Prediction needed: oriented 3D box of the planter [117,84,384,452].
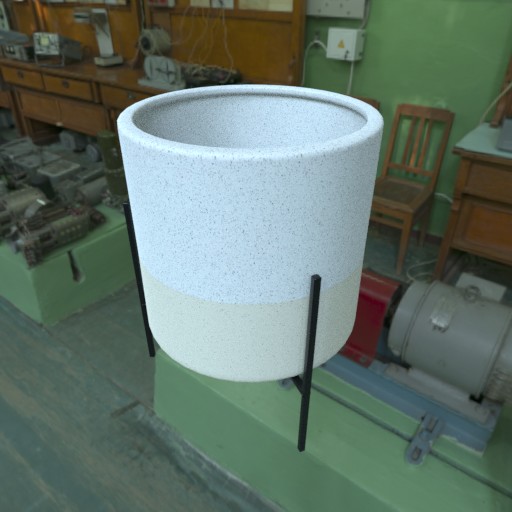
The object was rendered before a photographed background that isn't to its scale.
[{"bbox_3d":[0.000,0.000,0.648,0.313,0.423,0.335,21,38,30],"label":"planter"}]
